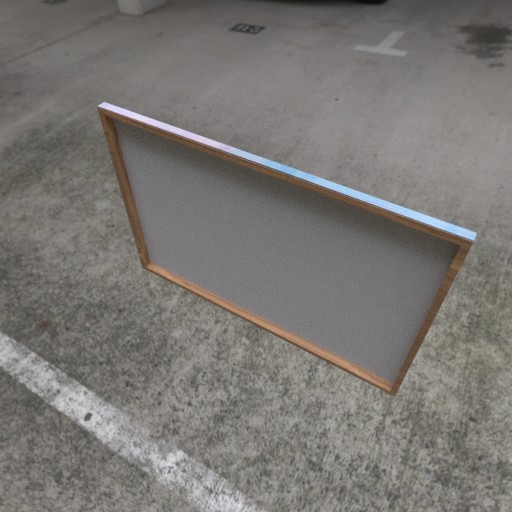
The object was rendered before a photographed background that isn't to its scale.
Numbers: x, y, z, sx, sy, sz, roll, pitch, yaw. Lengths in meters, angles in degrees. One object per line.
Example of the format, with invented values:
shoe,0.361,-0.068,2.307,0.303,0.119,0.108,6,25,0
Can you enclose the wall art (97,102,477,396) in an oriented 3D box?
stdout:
wall art,0.000,0.000,0.775,0.604,0.402,0.018,24,51,21
